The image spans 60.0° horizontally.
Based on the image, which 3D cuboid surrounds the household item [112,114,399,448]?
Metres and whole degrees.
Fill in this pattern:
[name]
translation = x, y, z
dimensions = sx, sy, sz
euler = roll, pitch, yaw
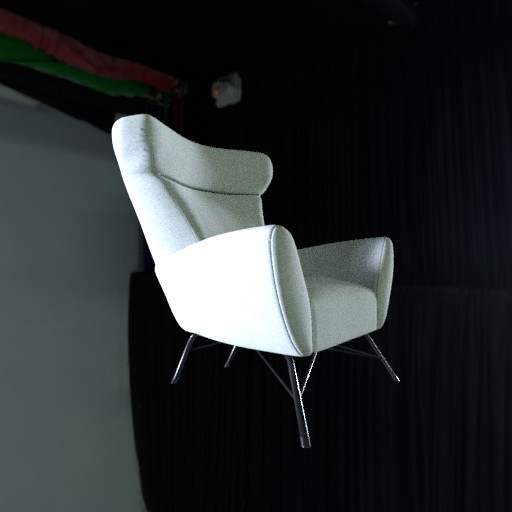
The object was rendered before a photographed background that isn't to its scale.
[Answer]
[household item]
translation = 0.000, 0.000, 1.787
dimensions = 0.900, 1.050, 0.980
euler = 0, 0, 35
